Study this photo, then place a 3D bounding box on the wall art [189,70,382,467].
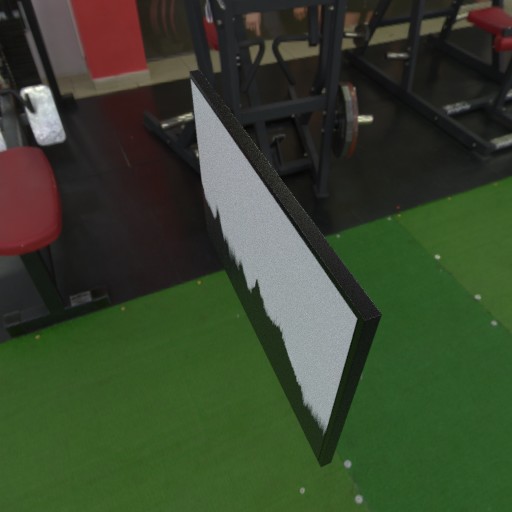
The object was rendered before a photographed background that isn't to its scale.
[{"bbox_3d":[0.000,0.000,0.843,0.022,0.446,0.659,-16,48,-15],"label":"wall art"}]
